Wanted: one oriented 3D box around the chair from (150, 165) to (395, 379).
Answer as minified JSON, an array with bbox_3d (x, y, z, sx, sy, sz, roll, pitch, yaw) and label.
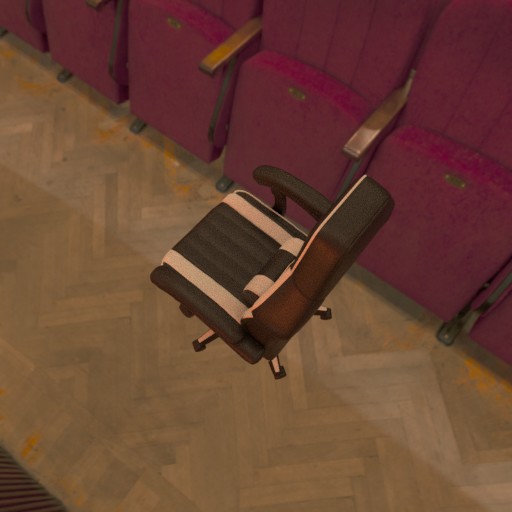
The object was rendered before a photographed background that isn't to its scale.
[{"bbox_3d":[0.000,0.000,1.644,0.700,1.200,0.676,36,68,17],"label":"chair"}]
